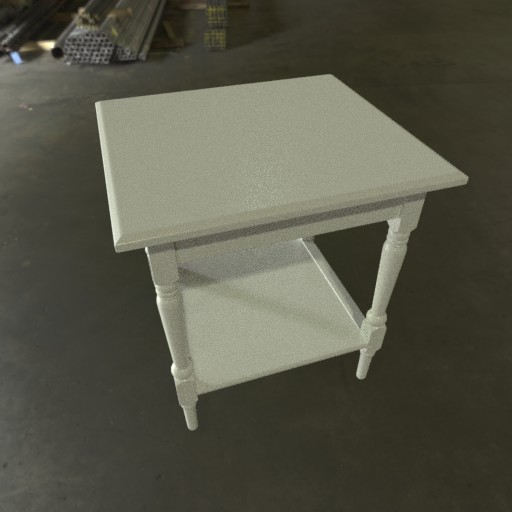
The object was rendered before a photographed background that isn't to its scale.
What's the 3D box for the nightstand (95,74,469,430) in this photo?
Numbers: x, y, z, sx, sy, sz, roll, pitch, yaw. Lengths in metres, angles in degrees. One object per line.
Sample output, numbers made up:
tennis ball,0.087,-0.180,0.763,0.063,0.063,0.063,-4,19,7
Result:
nightstand,0.000,0.000,0.930,0.505,0.555,0.459,-12,42,-14
